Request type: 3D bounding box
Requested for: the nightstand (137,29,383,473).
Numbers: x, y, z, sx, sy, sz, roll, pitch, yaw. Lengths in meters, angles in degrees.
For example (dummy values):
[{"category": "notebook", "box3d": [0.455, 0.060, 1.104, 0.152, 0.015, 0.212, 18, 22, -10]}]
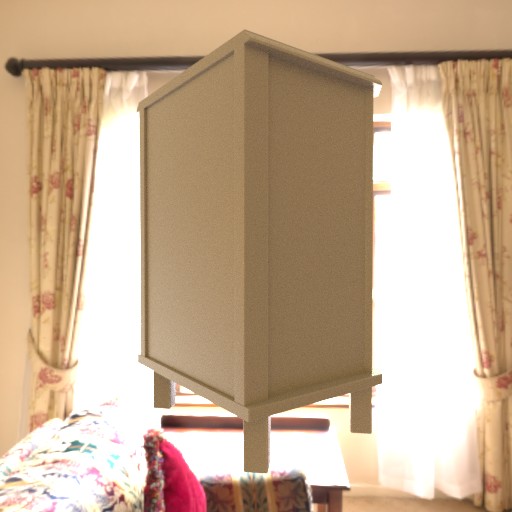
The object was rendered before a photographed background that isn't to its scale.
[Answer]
[{"category": "nightstand", "box3d": [0.000, 0.000, 0.930, 0.348, 0.680, 0.435, -1, 1, -36]}]
